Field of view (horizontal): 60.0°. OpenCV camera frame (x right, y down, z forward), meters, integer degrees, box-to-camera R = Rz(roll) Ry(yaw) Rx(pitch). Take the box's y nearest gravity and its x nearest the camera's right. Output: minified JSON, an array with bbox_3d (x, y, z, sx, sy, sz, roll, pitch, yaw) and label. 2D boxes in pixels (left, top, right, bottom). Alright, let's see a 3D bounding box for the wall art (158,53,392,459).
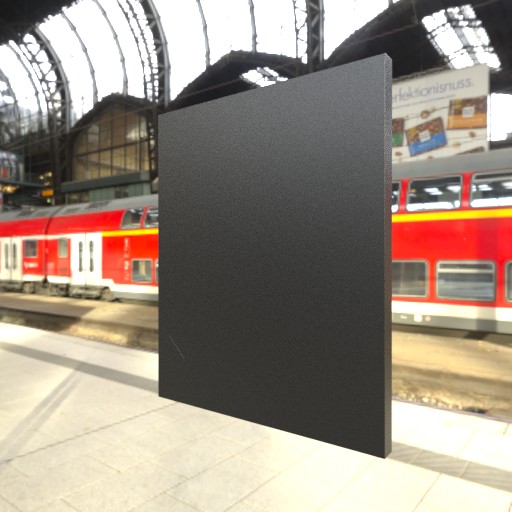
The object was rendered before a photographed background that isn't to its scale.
[{"bbox_3d":[0.000,0.000,0.753,0.457,0.557,0.028,0,0,36],"label":"wall art"}]
